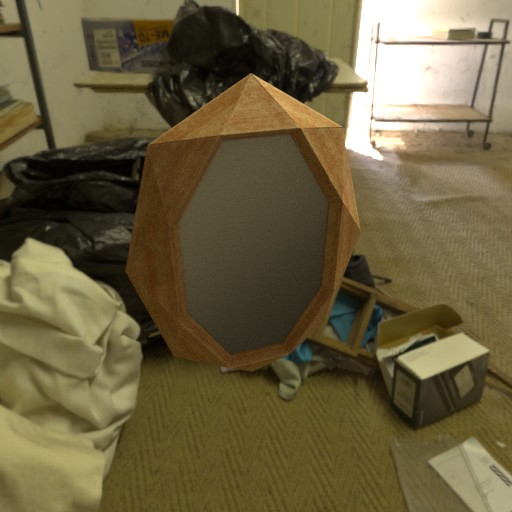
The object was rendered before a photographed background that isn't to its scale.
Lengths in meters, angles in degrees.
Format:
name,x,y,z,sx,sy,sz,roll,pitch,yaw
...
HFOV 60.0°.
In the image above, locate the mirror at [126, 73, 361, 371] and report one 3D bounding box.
name,x,y,z,sx,sy,sz,roll,pitch,yaw
mirror,0.000,0.000,1.017,0.577,0.774,0.070,-10,31,-16
